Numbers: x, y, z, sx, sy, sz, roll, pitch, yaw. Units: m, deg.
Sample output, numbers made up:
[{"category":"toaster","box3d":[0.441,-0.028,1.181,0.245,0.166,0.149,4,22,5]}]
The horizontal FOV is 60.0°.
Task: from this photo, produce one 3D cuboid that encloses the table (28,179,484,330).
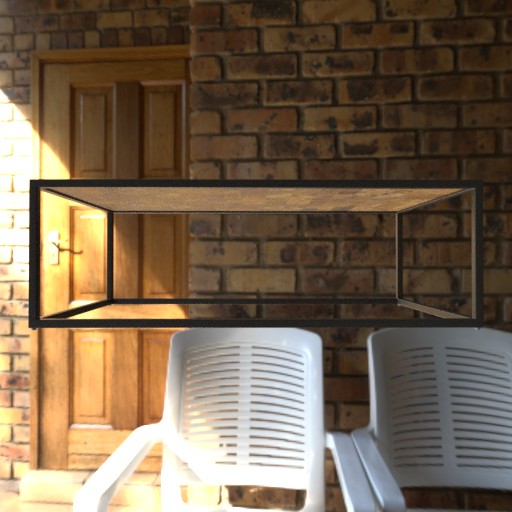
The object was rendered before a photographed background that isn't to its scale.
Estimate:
[{"category":"table","box3d":[0.000,0.000,1.491,1.199,0.398,0.649,0,-1,-1]}]
